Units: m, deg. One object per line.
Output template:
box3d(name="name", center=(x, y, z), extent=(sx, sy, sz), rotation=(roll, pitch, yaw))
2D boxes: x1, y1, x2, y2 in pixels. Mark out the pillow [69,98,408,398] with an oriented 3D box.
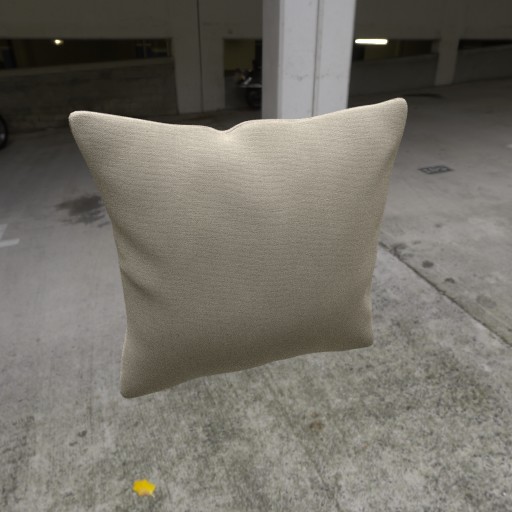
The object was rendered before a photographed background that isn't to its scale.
box3d(name="pillow", center=(0.000, 0.000, 0.641), extent=(0.437, 0.420, 0.162), rotation=(-8, 28, -16))
